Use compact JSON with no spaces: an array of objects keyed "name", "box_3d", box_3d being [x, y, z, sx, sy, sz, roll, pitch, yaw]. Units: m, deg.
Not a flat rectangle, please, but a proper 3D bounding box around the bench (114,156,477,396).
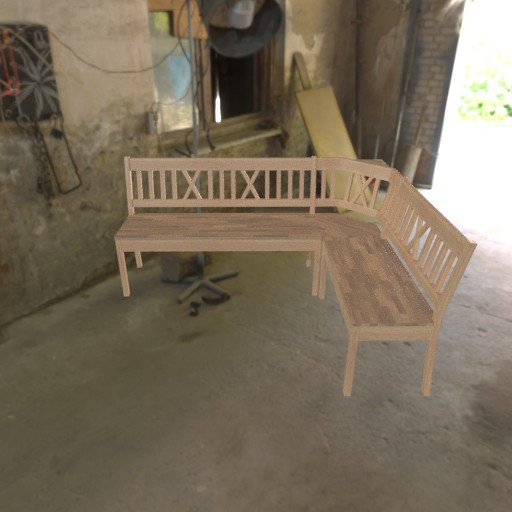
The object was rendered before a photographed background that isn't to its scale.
[{"name":"bench","box_3d":[0.000,0.000,2.831,1.937,0.902,1.537,0,27,0]}]
